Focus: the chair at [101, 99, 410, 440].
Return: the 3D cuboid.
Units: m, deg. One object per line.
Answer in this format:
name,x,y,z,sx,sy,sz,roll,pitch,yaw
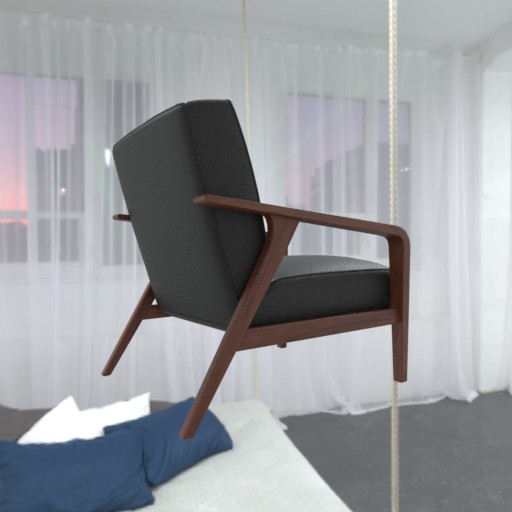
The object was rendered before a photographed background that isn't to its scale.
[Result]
chair,0.000,0.000,1.571,0.889,0.861,0.719,0,1,-35
